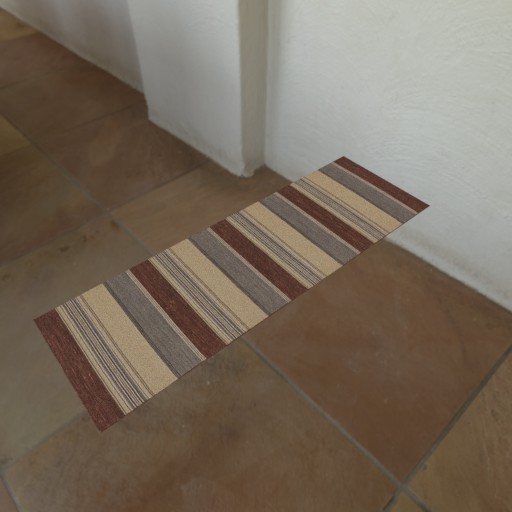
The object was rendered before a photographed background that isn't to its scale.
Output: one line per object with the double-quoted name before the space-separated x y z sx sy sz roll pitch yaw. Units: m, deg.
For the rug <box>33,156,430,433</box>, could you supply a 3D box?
"rug" 0.000 0.000 2.698 2.437 0.006 0.792 -31 53 -27
